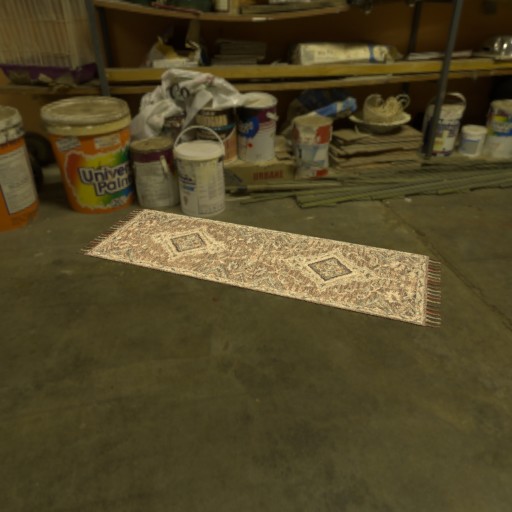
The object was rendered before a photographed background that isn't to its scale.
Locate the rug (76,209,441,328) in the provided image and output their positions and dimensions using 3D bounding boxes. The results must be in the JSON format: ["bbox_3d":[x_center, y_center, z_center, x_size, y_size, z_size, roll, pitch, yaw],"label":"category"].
[{"bbox_3d":[0.000,0.000,2.895,2.378,0.018,1.324,20,37,30],"label":"rug"}]
